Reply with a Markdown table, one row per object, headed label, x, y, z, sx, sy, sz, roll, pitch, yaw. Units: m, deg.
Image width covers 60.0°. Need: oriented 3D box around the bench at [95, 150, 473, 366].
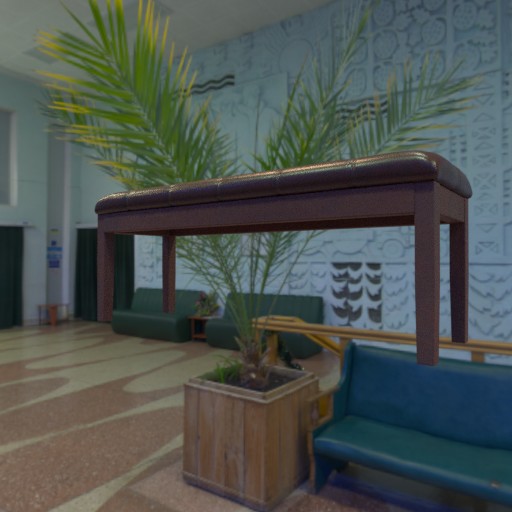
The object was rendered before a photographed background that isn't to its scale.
| label | x | y | z | sx | sy | sz | roll | pitch | yaw |
| --- | --- | --- | --- | --- | --- | --- | --- | --- | --- |
| bench | 0.000 | 0.000 | 1.475 | 1.259 | 0.491 | 0.401 | 0 | -1 | 36 |
